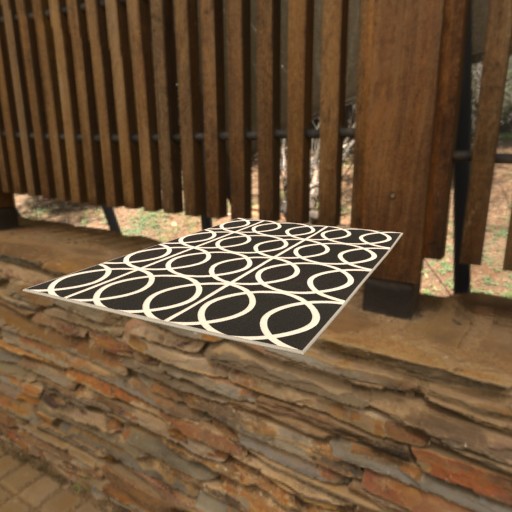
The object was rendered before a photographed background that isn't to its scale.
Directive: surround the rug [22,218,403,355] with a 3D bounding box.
[{"bbox_3d":[0.000,0.000,2.899,1.528,0.014,2.294,7,17,25],"label":"rug"}]
